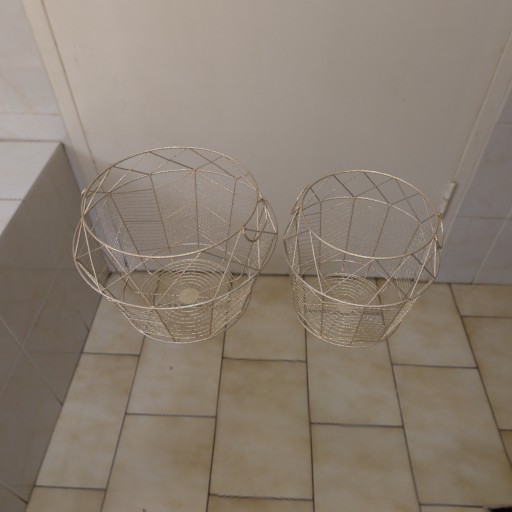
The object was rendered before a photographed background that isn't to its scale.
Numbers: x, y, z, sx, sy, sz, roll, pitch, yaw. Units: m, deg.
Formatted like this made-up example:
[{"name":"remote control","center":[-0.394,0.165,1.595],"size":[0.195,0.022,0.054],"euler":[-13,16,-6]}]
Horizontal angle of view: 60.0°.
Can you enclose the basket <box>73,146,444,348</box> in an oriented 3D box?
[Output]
[{"name":"basket","center":[0.000,0.000,1.037],"size":[0.805,0.343,0.451],"euler":[3,46,3]}]
